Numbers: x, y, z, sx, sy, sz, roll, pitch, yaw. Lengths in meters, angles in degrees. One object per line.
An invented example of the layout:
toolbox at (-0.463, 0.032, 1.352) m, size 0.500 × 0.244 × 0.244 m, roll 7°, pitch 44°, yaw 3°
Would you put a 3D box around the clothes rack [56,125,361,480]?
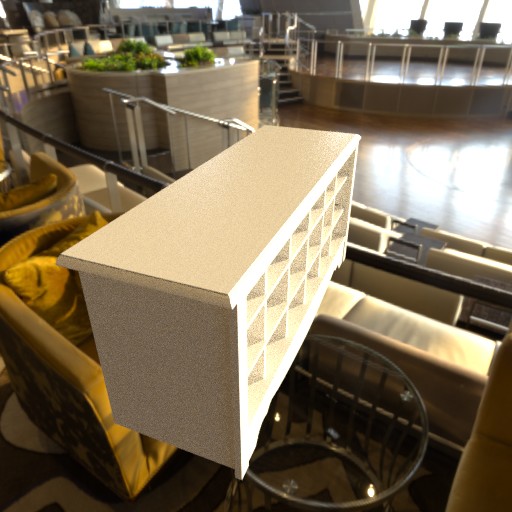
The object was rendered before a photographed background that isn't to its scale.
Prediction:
clothes rack at (0.000, 0.000, 1.476) m, size 0.405 × 0.558 × 1.218 m, roll 12°, pitch 32°, yaw 19°
